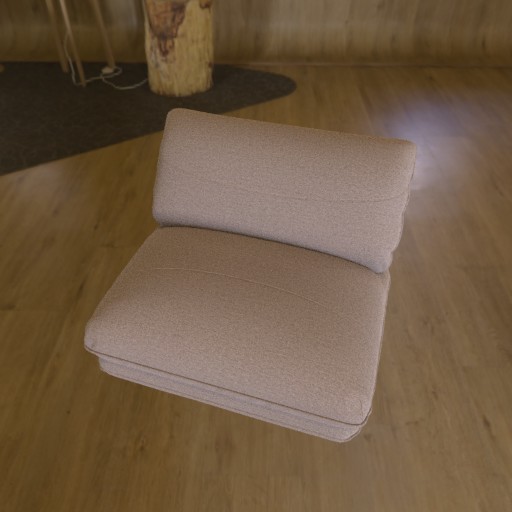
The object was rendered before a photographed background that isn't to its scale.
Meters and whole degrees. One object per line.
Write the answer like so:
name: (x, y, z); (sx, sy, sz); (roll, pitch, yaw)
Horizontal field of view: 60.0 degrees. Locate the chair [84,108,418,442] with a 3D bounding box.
chair: (0.000, 0.000, 1.345); (0.820, 0.580, 0.780); (12, 44, 13)
